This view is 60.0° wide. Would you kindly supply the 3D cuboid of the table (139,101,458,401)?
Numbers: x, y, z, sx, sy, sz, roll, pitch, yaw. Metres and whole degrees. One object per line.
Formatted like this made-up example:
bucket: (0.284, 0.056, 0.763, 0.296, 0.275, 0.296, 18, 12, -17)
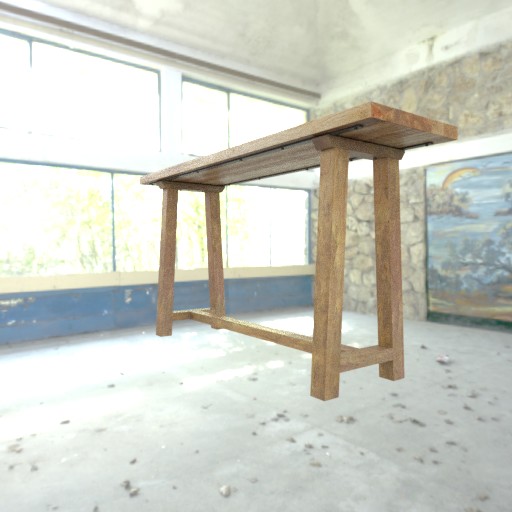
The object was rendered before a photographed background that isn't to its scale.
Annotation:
table: (0.000, 0.000, 1.853, 0.405, 0.810, 1.524, -1, 2, -36)
